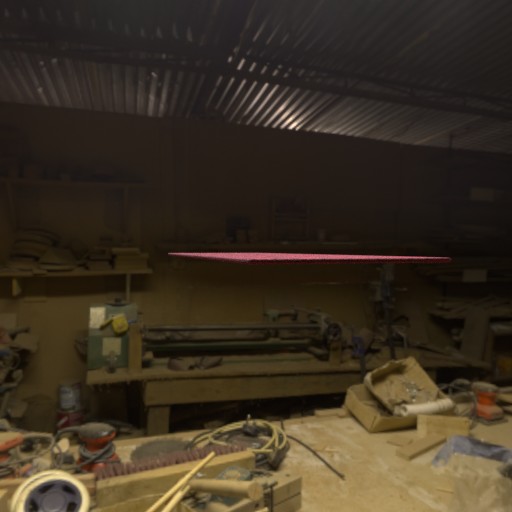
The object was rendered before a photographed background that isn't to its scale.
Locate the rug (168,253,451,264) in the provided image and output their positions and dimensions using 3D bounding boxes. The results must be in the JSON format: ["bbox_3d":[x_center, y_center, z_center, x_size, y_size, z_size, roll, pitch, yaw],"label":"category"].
[{"bbox_3d":[0.000,0.000,2.739,0.813,0.018,2.439,0,1,-17],"label":"rug"}]
